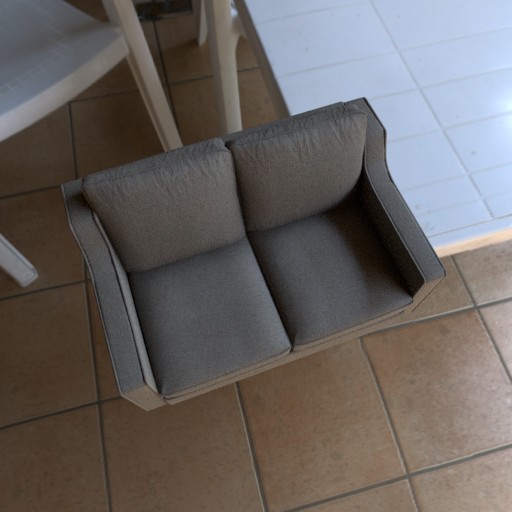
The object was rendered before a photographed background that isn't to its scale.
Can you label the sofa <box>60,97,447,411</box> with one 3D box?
[{"bbox_3d":[0.000,0.000,2.185,1.503,0.981,0.985,-19,66,-9],"label":"sofa"}]
